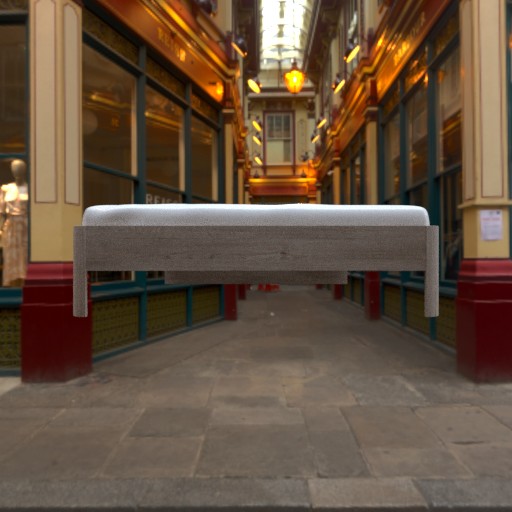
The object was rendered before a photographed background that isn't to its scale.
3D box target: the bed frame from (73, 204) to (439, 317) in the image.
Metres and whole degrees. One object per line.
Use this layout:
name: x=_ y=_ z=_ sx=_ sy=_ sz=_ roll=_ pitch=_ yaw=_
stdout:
bed frame: x=0.000 y=0.000 z=2.669 sx=1.490 sy=0.462 sz=1.950 roll=0 pitch=0 yaw=0
